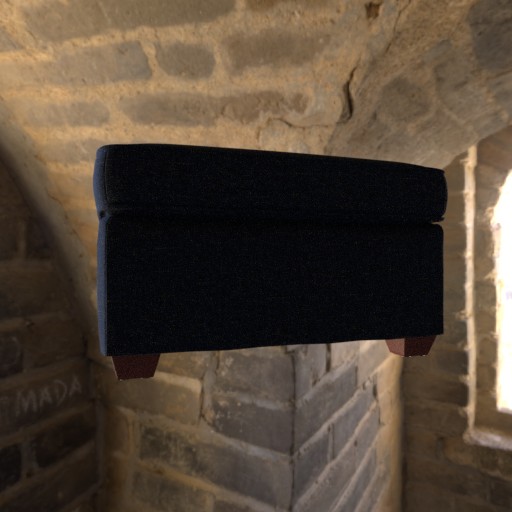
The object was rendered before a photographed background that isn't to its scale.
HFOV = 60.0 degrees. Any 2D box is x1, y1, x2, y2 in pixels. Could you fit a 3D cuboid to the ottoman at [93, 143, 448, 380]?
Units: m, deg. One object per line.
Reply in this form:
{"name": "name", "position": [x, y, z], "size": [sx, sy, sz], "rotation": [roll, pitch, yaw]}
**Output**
{"name": "ottoman", "position": [0.000, 0.000, 1.097], "size": [0.749, 0.450, 0.549], "rotation": [0, -1, -18]}
